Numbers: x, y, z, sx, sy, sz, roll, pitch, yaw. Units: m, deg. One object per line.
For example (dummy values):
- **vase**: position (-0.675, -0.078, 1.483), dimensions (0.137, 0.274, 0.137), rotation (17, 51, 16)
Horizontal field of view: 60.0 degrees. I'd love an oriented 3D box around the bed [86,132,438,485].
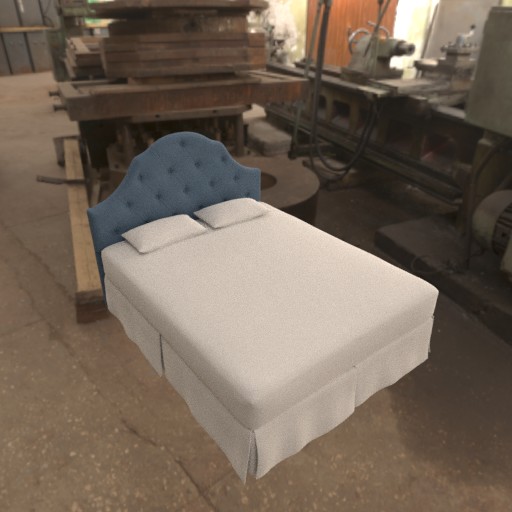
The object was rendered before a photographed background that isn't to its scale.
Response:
- **bed**: position (0.000, 0.000, 3.787), dimensions (2.039, 1.617, 2.477), rotation (-21, 35, -32)
